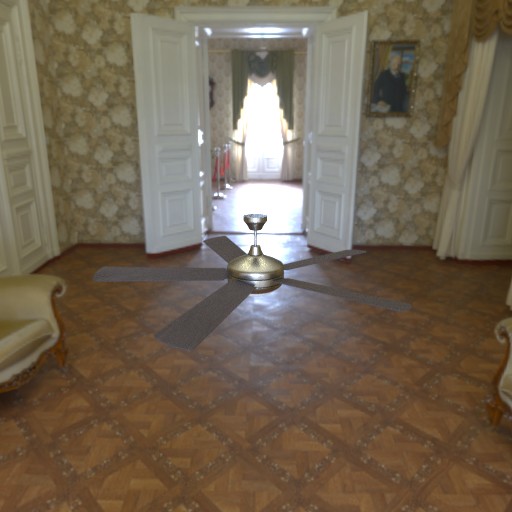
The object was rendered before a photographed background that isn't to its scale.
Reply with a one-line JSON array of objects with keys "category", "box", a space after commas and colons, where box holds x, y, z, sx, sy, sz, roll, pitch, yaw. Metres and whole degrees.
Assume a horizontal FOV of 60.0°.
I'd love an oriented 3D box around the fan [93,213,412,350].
[{"category": "fan", "box": [0.000, 0.000, 1.924, 1.321, 0.356, 1.321, 16, 22, 43]}]
